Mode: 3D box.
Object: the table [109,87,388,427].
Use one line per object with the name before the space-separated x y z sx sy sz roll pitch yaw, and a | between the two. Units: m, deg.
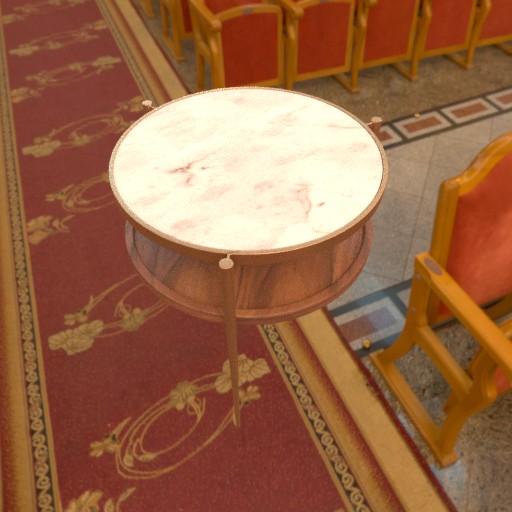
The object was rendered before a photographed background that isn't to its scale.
table | 0.000 0.000 0.866 0.456 0.493 0.430 -17 50 -15
